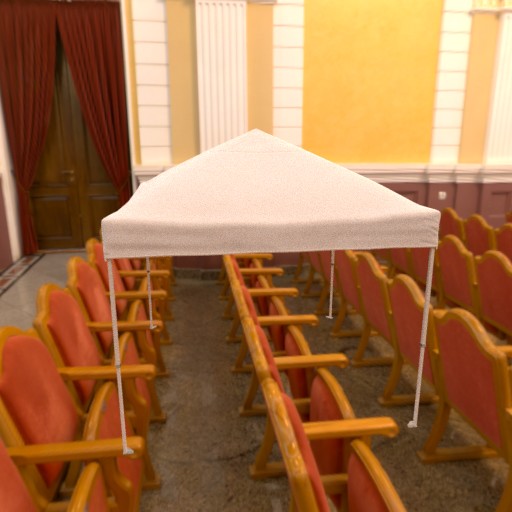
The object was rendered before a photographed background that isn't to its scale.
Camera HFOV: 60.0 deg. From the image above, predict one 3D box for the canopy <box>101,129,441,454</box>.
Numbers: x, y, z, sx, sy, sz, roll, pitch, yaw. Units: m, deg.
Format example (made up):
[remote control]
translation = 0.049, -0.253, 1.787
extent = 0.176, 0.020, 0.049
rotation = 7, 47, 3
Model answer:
[canopy]
translation = 0.000, 0.000, 5.425
extent = 2.996, 2.997, 2.998
rotation = -2, 15, -8
